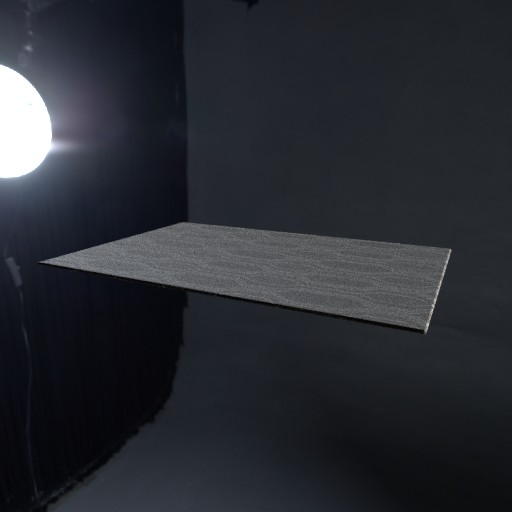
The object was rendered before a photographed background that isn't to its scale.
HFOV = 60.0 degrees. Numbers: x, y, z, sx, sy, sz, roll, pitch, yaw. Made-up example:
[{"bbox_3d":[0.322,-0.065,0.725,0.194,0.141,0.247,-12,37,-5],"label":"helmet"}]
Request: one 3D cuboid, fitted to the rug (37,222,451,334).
[{"bbox_3d":[0.000,0.000,2.351,1.836,0.012,1.239,7,17,26],"label":"rug"}]
